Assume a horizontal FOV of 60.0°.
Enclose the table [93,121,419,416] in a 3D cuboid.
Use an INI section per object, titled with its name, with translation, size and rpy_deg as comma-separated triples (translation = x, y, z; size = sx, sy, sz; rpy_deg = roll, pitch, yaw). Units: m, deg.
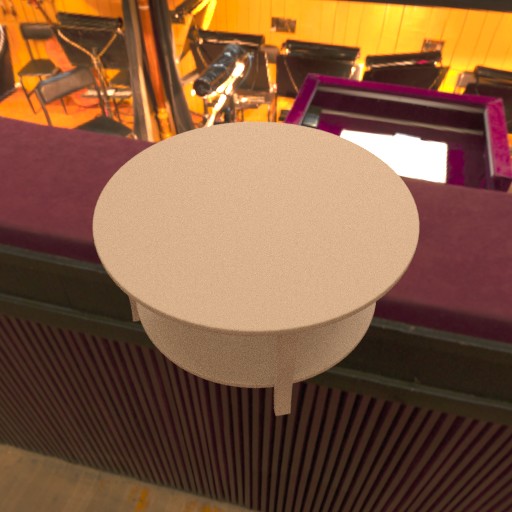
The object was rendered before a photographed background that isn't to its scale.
[table]
translation = 0.000, 0.000, 1.435
size = 0.910, 0.457, 0.910
rpy_deg = 0, 45, 0
